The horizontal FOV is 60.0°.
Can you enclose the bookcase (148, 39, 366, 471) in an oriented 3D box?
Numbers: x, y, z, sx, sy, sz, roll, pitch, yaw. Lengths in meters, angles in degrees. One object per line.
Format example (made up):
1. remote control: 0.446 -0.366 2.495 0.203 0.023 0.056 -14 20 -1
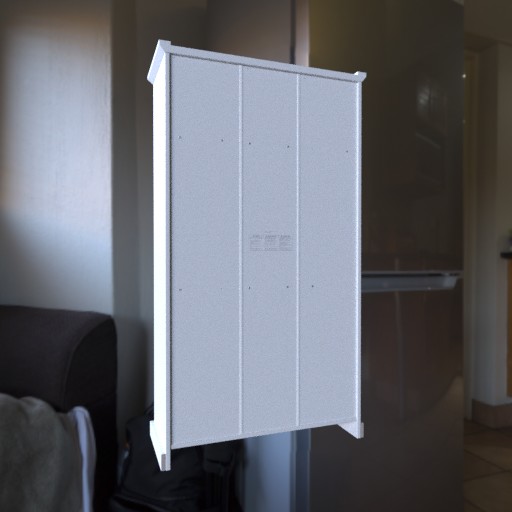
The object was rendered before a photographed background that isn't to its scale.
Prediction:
1. bookcase: 0.000 0.000 2.307 1.050 1.880 0.432 0 1 -20
